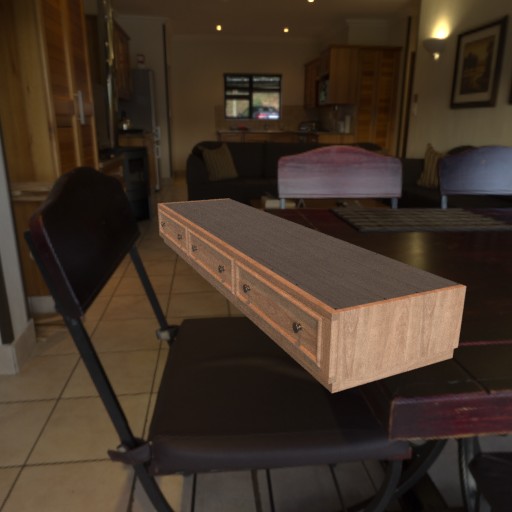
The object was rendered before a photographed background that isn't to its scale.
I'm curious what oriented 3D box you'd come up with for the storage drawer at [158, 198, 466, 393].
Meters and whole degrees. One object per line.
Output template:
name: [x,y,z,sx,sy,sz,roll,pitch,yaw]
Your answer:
storage drawer: [0.000,0.000,2.232,0.538,0.264,2.032,-7,18,-24]
